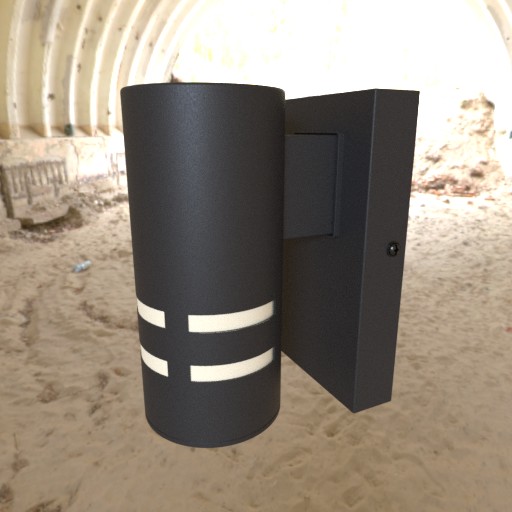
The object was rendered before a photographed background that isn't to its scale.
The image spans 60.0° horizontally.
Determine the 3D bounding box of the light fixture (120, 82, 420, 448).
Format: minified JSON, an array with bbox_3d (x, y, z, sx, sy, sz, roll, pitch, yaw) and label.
[{"bbox_3d":[0.000,0.000,0.257,0.138,0.179,0.098,-8,17,-25],"label":"light fixture"}]
